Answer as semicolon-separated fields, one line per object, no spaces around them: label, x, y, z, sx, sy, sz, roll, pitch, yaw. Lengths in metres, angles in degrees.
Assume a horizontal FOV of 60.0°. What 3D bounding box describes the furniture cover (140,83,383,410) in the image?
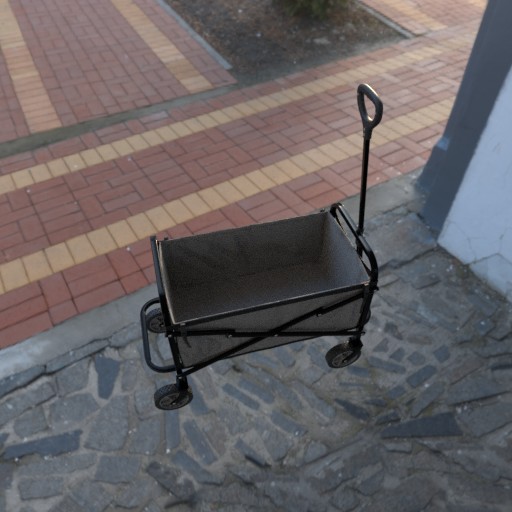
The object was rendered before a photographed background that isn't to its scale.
furniture cover;0.000;0.000;1.778;1.038;1.295;0.532;-11;47;-11
